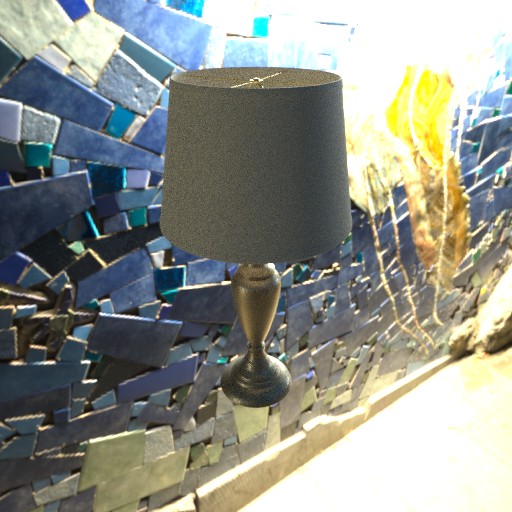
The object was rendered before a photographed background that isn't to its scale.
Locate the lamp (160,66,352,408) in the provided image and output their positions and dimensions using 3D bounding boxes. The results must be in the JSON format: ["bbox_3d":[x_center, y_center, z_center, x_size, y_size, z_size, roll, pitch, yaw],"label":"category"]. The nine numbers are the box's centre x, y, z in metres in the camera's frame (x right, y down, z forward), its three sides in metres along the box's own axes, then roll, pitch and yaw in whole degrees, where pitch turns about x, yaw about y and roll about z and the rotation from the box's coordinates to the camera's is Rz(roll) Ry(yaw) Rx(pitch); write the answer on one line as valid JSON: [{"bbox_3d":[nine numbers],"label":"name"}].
[{"bbox_3d":[0.000,0.000,0.807,0.328,0.612,0.328,0,29,0],"label":"lamp"}]
